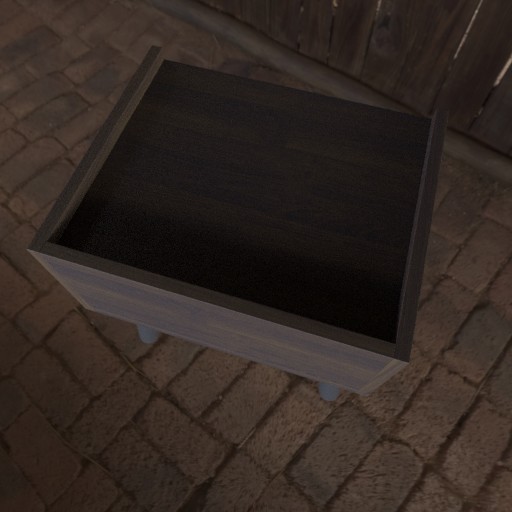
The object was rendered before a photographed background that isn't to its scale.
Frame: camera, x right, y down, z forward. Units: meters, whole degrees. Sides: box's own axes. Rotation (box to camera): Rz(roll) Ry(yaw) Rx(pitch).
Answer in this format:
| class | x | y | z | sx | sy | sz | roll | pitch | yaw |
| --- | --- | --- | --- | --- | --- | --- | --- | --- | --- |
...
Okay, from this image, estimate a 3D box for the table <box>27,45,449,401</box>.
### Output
| class | x | y | z | sx | sy | sz | roll | pitch | yaw |
| --- | --- | --- | --- | --- | --- | --- | --- | --- | --- |
| table | 0.000 | 0.000 | 0.780 | 0.450 | 0.470 | 0.370 | 16 | 64 | 8 |
